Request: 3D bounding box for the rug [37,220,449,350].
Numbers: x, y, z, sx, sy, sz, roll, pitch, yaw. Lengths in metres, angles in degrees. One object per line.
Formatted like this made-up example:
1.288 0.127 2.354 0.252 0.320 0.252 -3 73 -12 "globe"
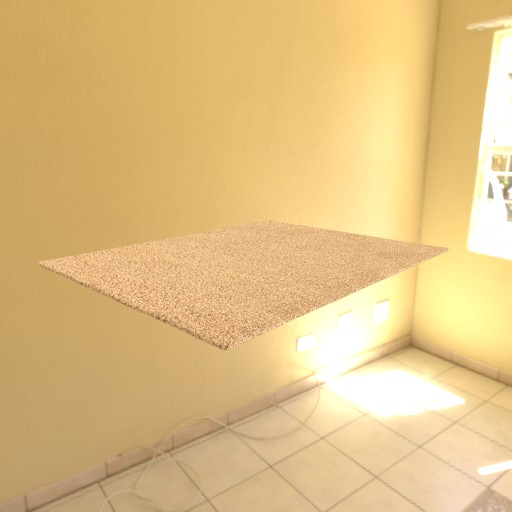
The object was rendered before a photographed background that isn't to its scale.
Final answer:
0.000 0.000 4.147 2.438 0.029 3.047 13 19 42 "rug"
